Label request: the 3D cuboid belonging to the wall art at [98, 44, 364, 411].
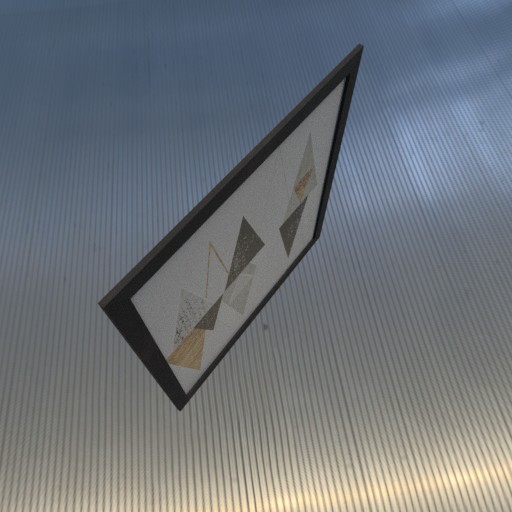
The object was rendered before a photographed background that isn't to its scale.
[{"bbox_3d":[0.000,0.000,1.223,0.013,0.823,0.823,33,65,17],"label":"wall art"}]
